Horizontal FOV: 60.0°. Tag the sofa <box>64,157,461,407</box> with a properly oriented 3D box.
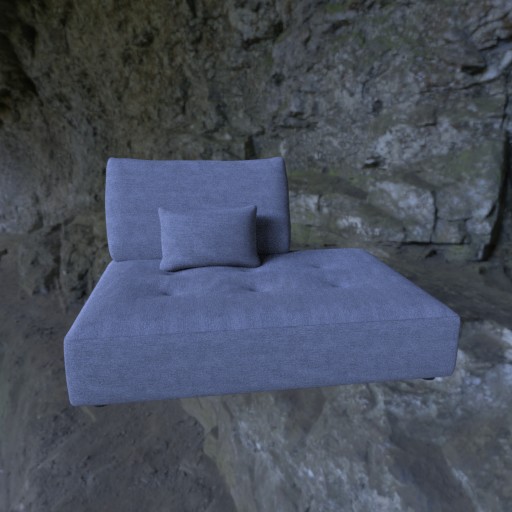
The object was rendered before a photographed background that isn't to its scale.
[{"bbox_3d":[0.000,0.000,1.986,1.450,0.820,1.002,-2,16,-8],"label":"sofa"}]
